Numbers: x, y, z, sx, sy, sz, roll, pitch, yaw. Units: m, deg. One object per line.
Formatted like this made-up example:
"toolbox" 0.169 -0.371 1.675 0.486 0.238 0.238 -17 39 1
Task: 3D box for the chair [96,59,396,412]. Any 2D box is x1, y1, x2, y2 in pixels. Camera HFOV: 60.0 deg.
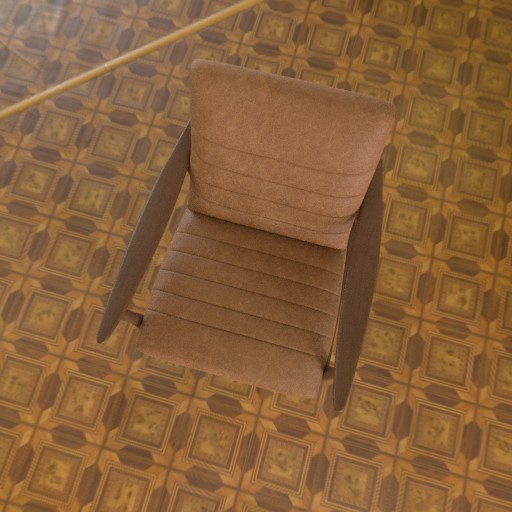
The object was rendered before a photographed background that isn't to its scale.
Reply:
"chair" 0.000 0.000 1.455 0.741 0.832 0.798 15 75 4
